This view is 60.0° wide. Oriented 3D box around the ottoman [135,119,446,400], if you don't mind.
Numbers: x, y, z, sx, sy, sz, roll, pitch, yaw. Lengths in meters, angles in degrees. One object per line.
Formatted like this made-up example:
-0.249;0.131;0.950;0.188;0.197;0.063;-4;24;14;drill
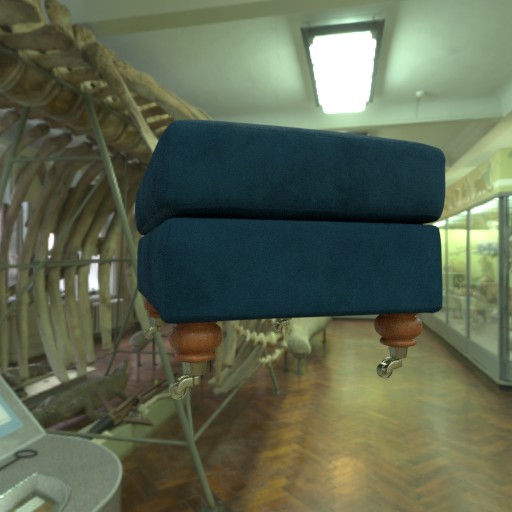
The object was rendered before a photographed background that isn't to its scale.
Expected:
0.000;0.000;1.135;0.572;0.503;0.773;0;0;-18;ottoman
